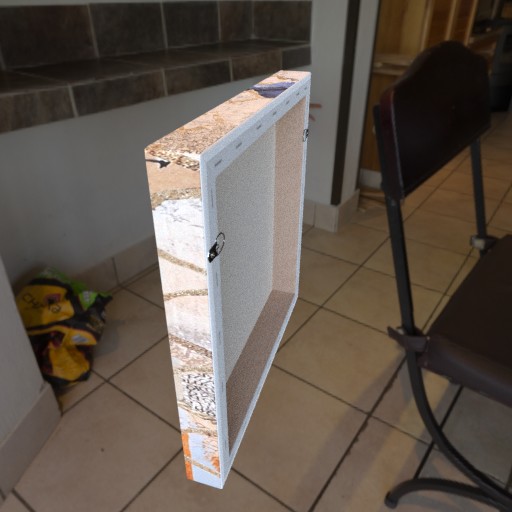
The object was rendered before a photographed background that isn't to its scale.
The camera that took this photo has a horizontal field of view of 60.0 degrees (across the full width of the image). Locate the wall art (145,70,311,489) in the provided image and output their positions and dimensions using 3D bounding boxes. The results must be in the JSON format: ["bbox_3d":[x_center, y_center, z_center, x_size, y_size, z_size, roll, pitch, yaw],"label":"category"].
[{"bbox_3d":[0.000,0.000,0.442,0.036,0.304,0.303,9,32,15],"label":"wall art"}]
